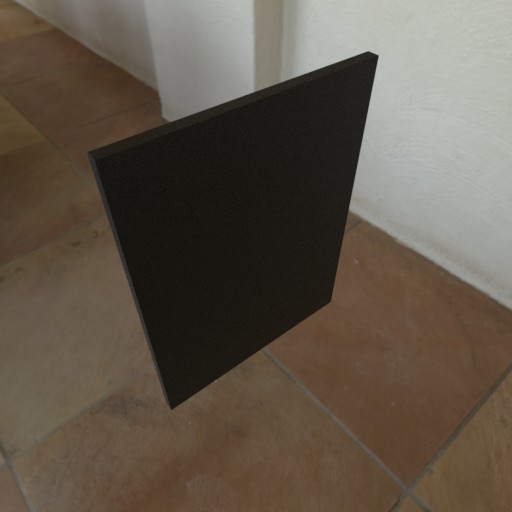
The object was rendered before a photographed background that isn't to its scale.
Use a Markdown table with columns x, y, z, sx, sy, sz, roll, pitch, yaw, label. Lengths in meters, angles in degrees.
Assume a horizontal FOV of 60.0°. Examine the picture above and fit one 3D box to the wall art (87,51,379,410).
| x | y | z | sx | sy | sz | roll | pitch | yaw | label |
| --- | --- | --- | --- | --- | --- | --- | --- | --- | --- |
| 0.000 | 0.000 | 1.406 | 0.806 | 1.062 | 0.038 | -29 | 53 | -25 | wall art |
